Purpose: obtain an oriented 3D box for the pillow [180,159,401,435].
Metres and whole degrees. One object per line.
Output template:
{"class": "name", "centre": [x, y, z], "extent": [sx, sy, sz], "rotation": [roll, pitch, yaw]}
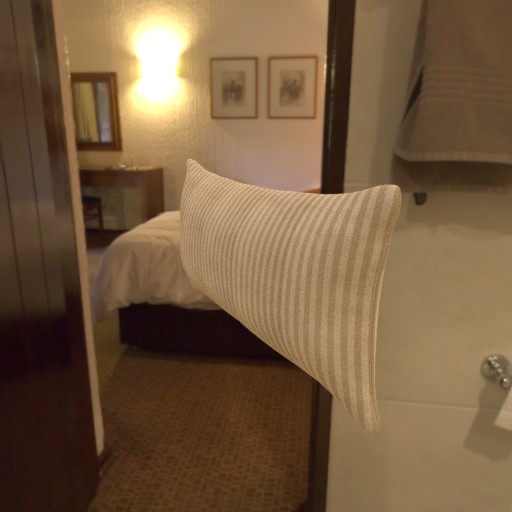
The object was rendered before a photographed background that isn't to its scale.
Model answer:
{"class": "pillow", "centre": [0.000, 0.000, 0.747], "extent": [0.151, 0.295, 0.617], "rotation": [-8, 17, -27]}
